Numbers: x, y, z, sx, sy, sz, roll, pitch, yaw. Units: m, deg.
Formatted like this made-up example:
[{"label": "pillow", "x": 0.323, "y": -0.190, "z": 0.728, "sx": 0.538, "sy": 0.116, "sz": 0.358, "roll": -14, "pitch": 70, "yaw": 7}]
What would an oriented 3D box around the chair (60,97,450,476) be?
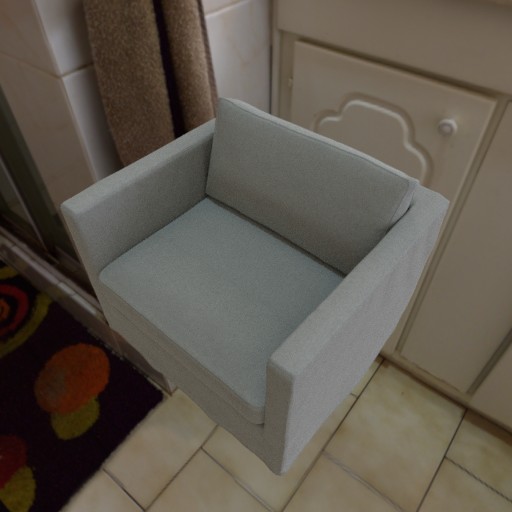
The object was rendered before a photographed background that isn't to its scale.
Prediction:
[{"label": "chair", "x": 0.000, "y": 0.000, "z": 1.735, "sx": 1.057, "sy": 0.863, "sz": 0.949, "roll": 32, "pitch": 54, "yaw": 27}]
